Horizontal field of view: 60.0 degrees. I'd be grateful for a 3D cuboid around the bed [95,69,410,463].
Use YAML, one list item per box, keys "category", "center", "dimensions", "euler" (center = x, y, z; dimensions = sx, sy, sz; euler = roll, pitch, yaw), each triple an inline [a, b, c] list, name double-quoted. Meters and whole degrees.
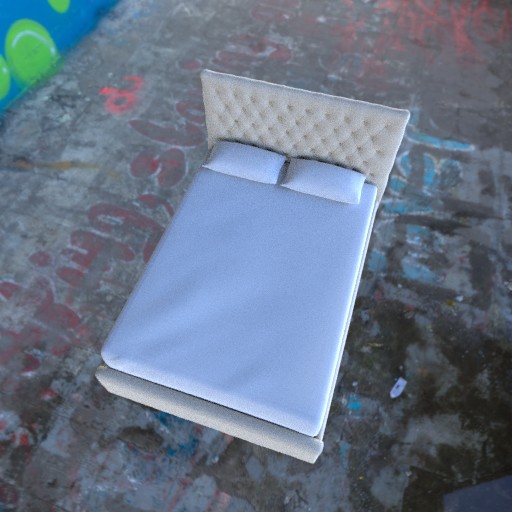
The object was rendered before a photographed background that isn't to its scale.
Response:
- category: "bed"
  center: [0.000, 0.000, 3.444]
  dimensions: [1.698, 1.427, 2.387]
  euler: [15, 58, 10]
